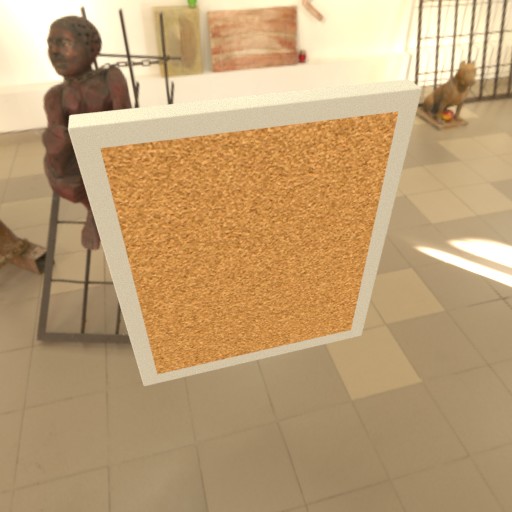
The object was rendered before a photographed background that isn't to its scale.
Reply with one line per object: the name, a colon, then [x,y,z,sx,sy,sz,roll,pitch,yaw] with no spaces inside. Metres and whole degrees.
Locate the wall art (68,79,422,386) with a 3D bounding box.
wall art: [0.000,0.000,0.535,0.331,0.381,0.028,-10,42,-12]
